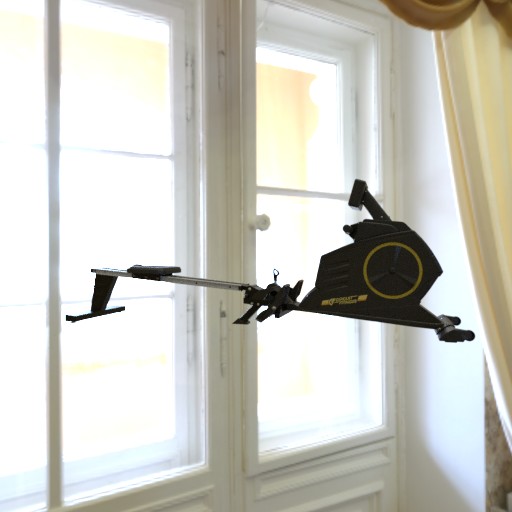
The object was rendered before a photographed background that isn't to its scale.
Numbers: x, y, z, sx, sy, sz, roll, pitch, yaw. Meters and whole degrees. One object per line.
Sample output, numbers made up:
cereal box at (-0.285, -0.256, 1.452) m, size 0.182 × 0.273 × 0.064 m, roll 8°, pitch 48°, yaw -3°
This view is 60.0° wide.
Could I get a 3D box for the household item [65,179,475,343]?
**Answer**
household item at (0.000, 0.000, 2.585) m, size 2.251 × 0.810 × 0.521 m, roll 0°, pitch 1°, yaw 17°
